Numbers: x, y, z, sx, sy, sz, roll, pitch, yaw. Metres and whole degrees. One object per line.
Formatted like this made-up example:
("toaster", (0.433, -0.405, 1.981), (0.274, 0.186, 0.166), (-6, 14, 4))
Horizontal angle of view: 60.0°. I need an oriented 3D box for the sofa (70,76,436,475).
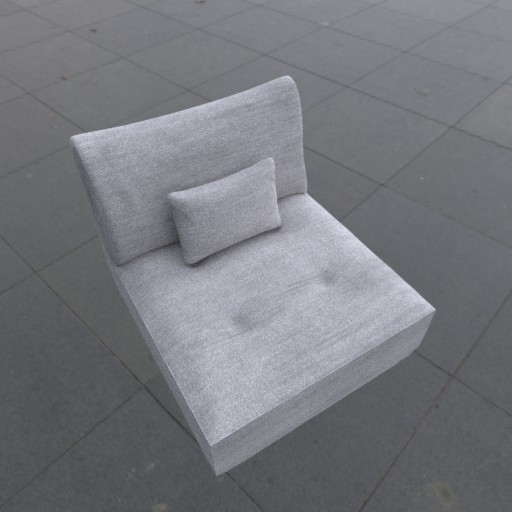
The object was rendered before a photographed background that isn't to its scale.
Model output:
("sofa", (0.000, 0.000, 1.660), (0.930, 0.820, 1.000), (-24, 51, -21))
